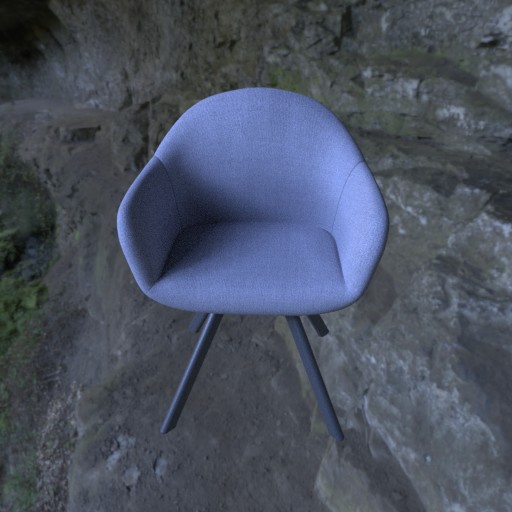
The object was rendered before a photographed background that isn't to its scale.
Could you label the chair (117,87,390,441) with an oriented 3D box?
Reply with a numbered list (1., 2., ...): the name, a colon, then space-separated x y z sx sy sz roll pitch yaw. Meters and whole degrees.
1. chair: 0.000 0.000 1.212 0.590 0.795 0.550 1 30 2
